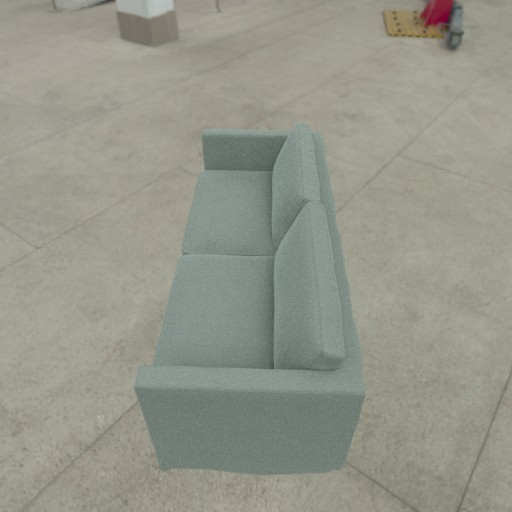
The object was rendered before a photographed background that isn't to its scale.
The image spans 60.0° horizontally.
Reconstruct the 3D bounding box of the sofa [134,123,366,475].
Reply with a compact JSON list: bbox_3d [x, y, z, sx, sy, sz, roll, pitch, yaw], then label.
[{"bbox_3d":[0.000,0.000,2.775,0.962,0.853,2.312,1,42,1],"label":"sofa"}]
